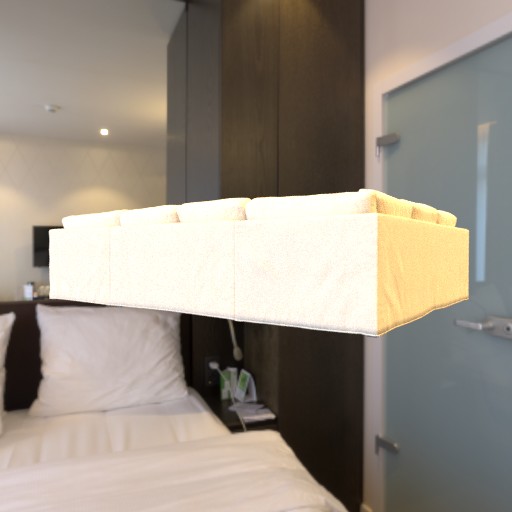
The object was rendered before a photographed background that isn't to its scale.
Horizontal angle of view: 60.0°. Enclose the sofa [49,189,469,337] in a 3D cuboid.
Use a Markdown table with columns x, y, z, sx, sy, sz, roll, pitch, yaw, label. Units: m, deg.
| x | y | z | sx | sy | sz | roll | pitch | yaw | label |
| --- | --- | --- | --- | --- | --- | --- | --- | --- | --- |
| 0.000 | 0.000 | 4.427 | 3.460 | 0.882 | 2.427 | 0 | 1 | 36 | sofa |
